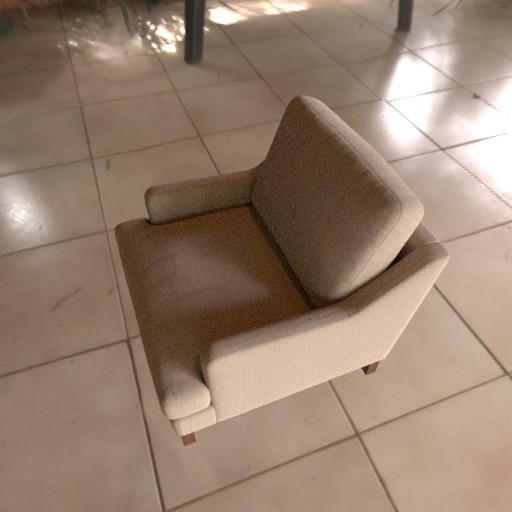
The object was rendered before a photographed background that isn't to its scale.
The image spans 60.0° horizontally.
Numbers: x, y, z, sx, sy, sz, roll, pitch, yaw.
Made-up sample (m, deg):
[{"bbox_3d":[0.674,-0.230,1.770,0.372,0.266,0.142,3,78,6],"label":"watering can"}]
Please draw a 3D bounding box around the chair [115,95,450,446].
[{"bbox_3d":[0.000,0.000,1.739,1.001,0.916,0.912,-16,49,-15],"label":"chair"}]
